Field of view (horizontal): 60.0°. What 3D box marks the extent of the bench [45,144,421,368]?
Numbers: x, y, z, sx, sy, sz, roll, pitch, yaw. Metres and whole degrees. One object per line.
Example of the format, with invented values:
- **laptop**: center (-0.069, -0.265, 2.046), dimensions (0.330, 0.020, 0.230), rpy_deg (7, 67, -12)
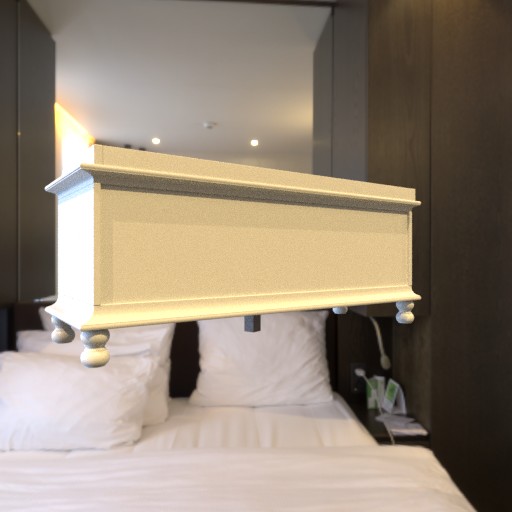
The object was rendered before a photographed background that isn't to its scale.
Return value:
- **bench**: center (0.000, 0.000, 1.436), dimensions (1.185, 0.486, 0.402), rpy_deg (0, 0, -35)
